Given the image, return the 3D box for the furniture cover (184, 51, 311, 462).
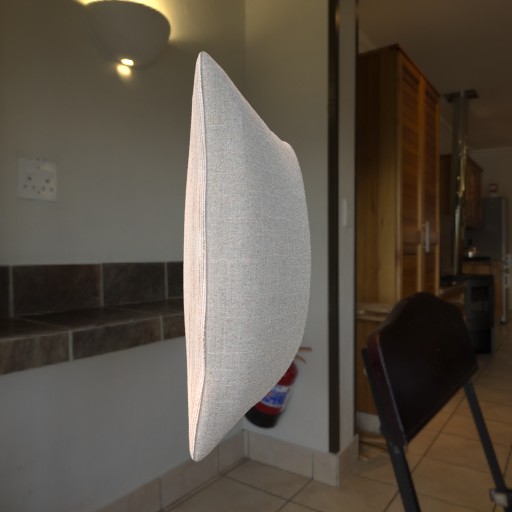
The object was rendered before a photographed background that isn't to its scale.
[{"bbox_3d":[0.000,0.000,0.783,0.178,0.506,0.512,0,0,16],"label":"furniture cover"}]
